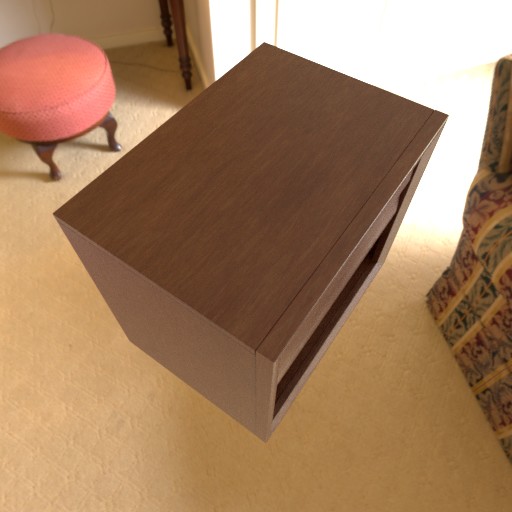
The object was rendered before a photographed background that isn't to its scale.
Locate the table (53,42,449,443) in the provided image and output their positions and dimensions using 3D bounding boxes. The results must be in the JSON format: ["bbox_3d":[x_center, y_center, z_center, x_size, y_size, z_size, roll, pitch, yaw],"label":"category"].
[{"bbox_3d":[0.000,0.000,0.986,0.449,0.609,0.557,31,62,19],"label":"table"}]
